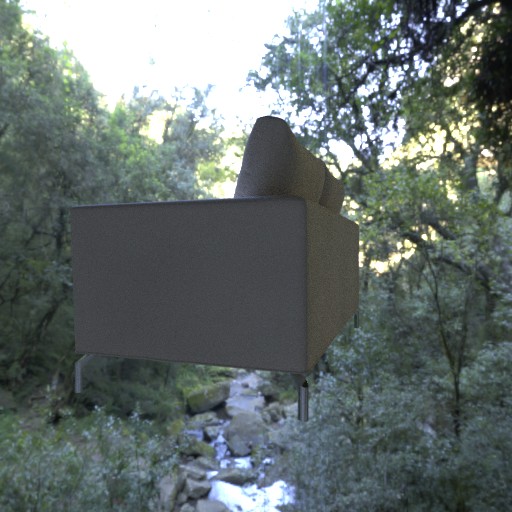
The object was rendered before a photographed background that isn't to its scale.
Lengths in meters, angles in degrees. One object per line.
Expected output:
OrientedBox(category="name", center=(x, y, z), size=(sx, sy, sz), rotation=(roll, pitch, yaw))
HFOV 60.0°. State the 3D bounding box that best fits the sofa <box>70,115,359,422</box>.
OrientedBox(category="sofa", center=(0.000, 0.000, 2.313), size=(0.906, 0.995, 1.739), rotation=(0, 1, 18))
